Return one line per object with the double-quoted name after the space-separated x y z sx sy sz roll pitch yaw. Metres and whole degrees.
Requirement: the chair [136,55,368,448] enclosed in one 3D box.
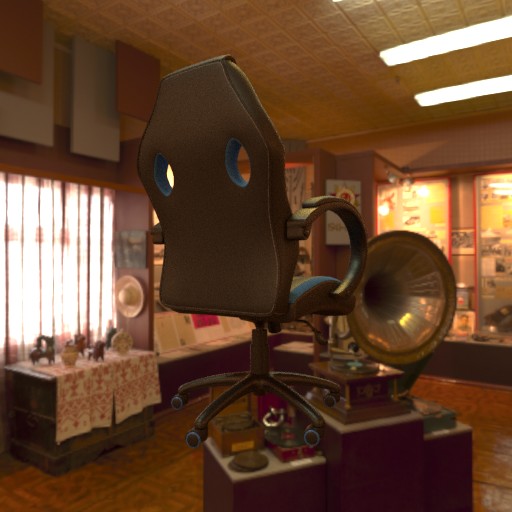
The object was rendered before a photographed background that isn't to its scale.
0.000 0.000 1.634 0.673 1.187 0.724 0 -1 35 "chair"
